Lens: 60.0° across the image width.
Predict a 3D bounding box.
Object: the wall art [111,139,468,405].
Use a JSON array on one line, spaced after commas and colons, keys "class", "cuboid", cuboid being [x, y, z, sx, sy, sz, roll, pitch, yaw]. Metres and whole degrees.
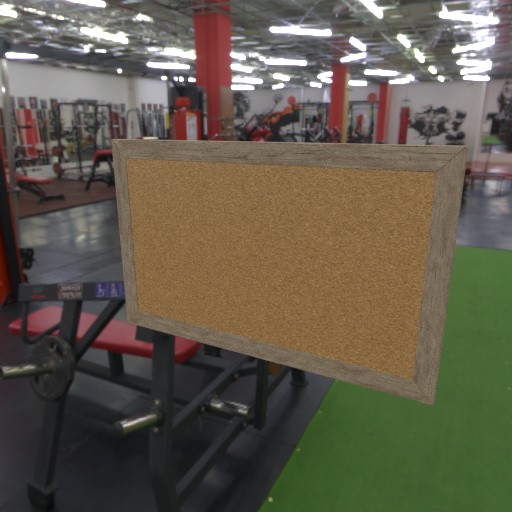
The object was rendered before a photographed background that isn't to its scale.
[{"class": "wall art", "cuboid": [0.000, 0.000, 0.963, 0.780, 0.480, 0.021, 9, 19, 27]}]
